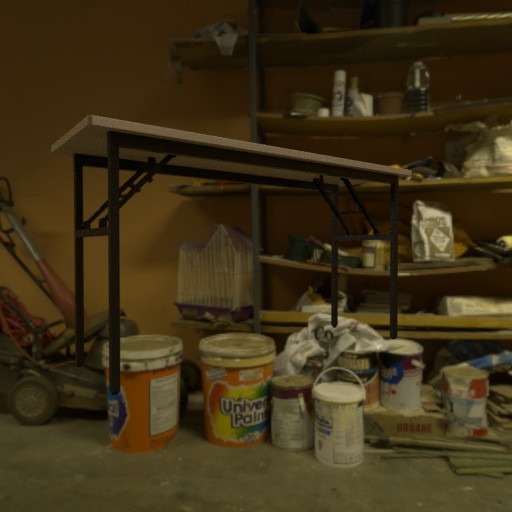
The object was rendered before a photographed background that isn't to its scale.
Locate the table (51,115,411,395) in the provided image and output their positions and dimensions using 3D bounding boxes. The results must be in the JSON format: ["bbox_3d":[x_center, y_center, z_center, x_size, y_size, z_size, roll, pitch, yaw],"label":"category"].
[{"bbox_3d":[0.000,0.000,1.740,1.397,0.750,0.447,-1,1,-36],"label":"table"}]
